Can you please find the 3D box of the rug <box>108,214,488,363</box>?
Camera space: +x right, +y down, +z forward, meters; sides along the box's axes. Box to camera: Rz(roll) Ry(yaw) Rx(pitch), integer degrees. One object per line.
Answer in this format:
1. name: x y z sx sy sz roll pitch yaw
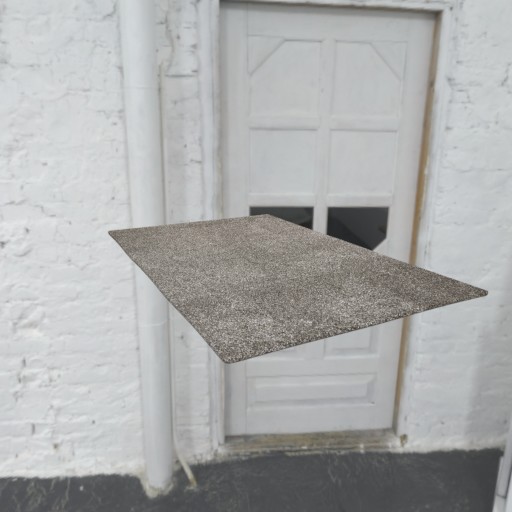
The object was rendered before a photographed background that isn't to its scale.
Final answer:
1. rug: 0.000 0.000 2.966 1.501 0.025 2.352 -9 19 -27
